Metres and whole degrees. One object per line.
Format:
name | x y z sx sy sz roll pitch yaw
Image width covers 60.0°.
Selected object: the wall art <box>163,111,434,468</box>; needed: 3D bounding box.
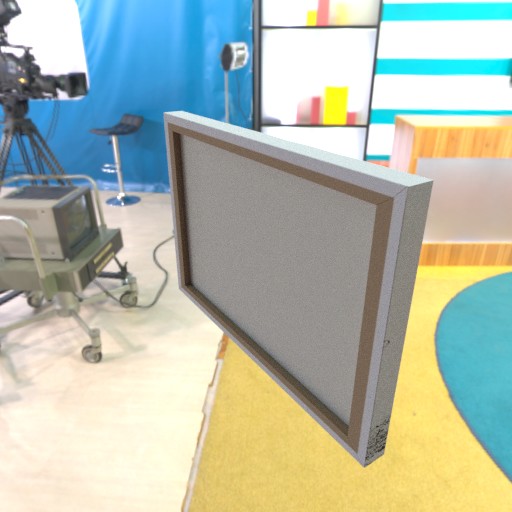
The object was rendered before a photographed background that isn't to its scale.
wall art | 0.000 0.000 0.775 0.042 0.414 0.608 -17 31 -30
